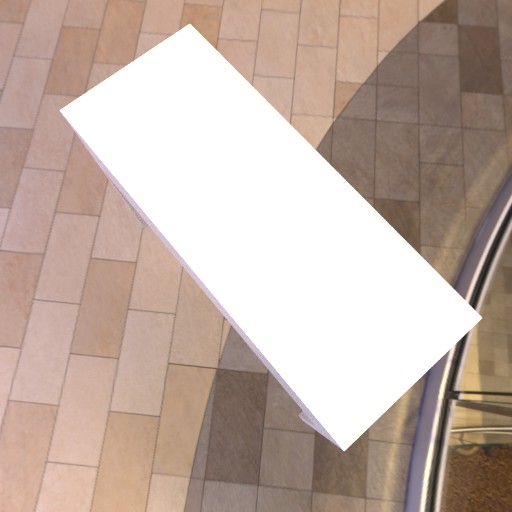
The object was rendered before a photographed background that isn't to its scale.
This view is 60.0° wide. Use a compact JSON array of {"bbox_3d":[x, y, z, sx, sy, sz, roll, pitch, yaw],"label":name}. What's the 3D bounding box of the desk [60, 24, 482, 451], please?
[{"bbox_3d":[0.000,0.000,1.383,0.400,0.790,1.000,-39,77,-11],"label":"desk"}]
